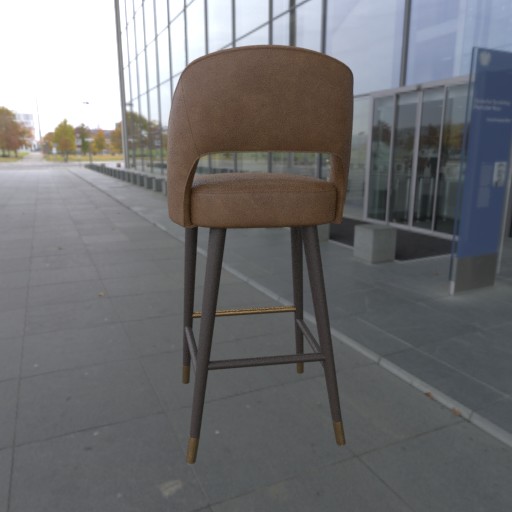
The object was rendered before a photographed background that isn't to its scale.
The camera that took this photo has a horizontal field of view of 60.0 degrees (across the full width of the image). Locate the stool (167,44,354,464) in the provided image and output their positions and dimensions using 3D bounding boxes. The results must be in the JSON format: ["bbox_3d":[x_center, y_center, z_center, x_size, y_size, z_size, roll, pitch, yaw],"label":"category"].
[{"bbox_3d":[0.000,0.000,1.297,0.494,1.037,0.509,-2,13,-10],"label":"stool"}]
